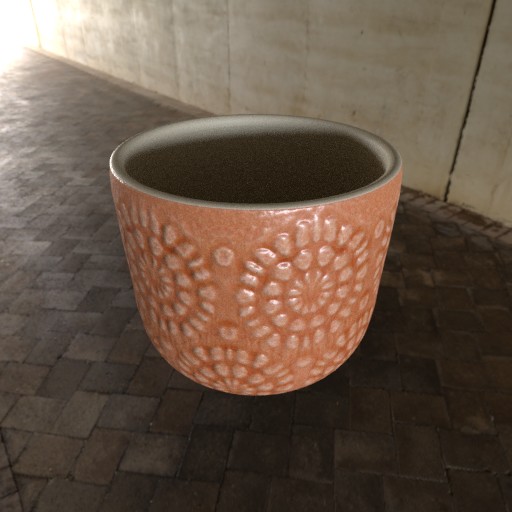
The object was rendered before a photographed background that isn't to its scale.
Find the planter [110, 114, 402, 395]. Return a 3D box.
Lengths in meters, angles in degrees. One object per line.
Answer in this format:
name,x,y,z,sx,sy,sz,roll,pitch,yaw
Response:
planter,0.000,0.000,0.220,0.124,0.109,0.124,0,31,0
